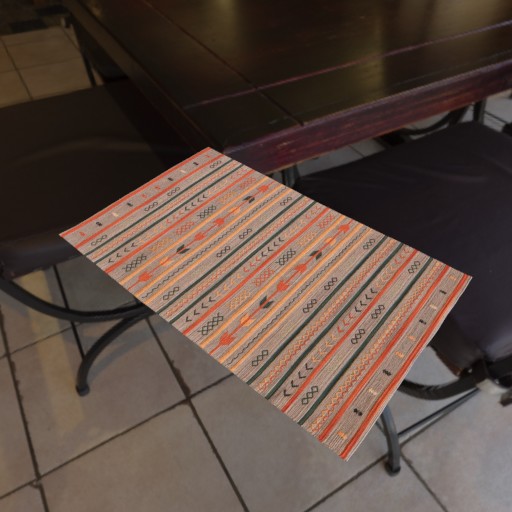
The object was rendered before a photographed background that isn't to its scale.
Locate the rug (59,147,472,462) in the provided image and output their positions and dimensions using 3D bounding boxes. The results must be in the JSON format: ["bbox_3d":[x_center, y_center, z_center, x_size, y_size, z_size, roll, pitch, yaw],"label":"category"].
[{"bbox_3d":[0.000,0.000,3.061,2.439,0.029,1.537,31,54,27],"label":"rug"}]
